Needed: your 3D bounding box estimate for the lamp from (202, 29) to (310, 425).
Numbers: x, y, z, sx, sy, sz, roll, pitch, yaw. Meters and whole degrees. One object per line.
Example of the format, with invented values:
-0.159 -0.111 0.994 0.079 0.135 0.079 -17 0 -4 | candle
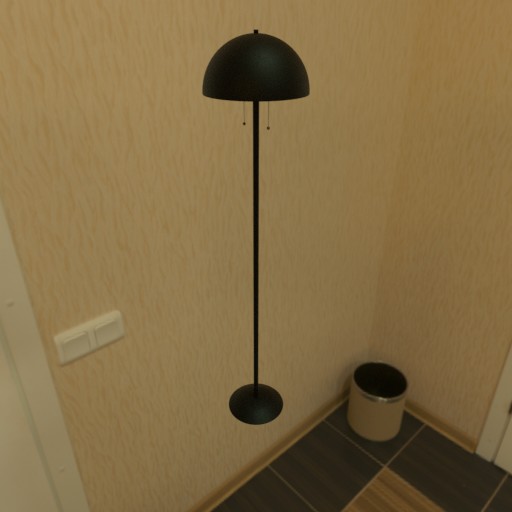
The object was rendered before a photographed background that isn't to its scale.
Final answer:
0.000 0.000 1.626 0.328 1.480 0.328 9 29 16 | lamp
